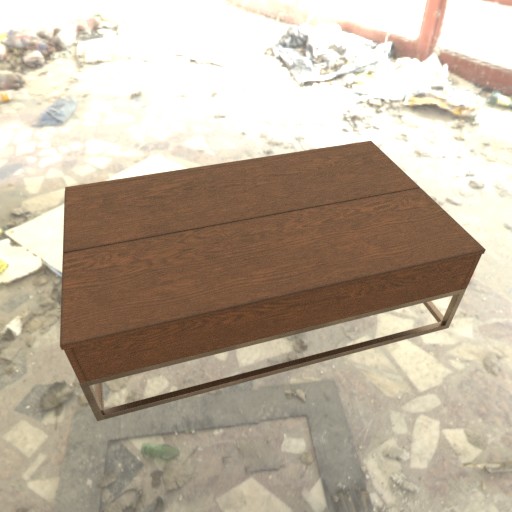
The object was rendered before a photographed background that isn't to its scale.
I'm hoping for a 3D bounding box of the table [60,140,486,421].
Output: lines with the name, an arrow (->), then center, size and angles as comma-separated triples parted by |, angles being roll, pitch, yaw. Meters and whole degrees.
table -> 0.000, 0.000, 1.527 | 1.167, 0.361, 0.719 | -11, 43, -13
